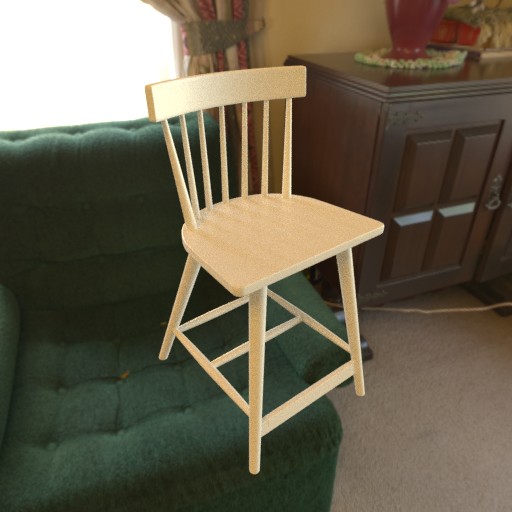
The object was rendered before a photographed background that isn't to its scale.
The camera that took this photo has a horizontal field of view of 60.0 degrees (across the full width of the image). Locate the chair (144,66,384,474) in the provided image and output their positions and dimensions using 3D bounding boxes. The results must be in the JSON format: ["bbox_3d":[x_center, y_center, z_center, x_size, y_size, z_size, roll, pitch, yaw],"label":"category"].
[{"bbox_3d":[0.000,0.000,1.268,0.483,0.952,0.572,-22,37,-32],"label":"chair"}]
